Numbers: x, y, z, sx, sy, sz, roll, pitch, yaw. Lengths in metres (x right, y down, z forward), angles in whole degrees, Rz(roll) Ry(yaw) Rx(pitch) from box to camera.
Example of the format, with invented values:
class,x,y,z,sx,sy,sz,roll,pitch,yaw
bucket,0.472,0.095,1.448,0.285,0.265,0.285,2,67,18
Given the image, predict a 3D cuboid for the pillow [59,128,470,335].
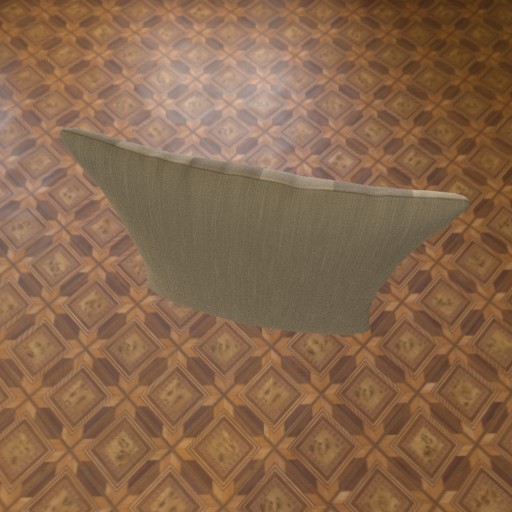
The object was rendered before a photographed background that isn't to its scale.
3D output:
class,x,y,z,sx,sy,sz,roll,pitch,yaw
pillow,0.000,0.000,0.765,0.511,0.509,0.161,11,65,5
